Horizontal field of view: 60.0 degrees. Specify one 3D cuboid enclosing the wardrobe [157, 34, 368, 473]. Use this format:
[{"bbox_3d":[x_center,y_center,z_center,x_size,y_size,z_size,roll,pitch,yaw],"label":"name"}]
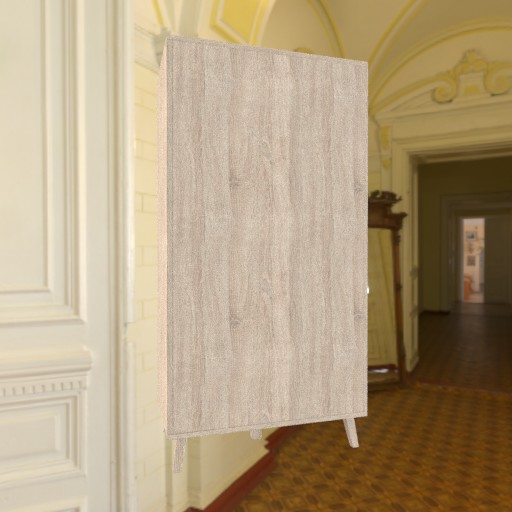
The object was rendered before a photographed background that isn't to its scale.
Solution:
[{"bbox_3d":[0.000,0.000,2.386,1.000,1.960,0.600,0,0,-17],"label":"wardrobe"}]
